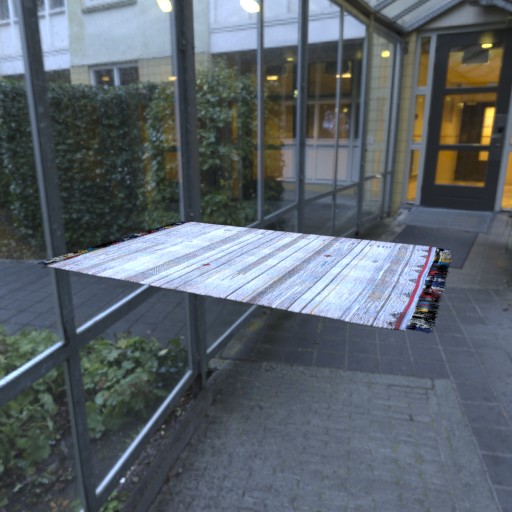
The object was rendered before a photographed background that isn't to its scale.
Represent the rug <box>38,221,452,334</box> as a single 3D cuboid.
[{"bbox_3d":[0.000,0.000,2.303,1.848,0.012,1.217,8,17,25],"label":"rug"}]
